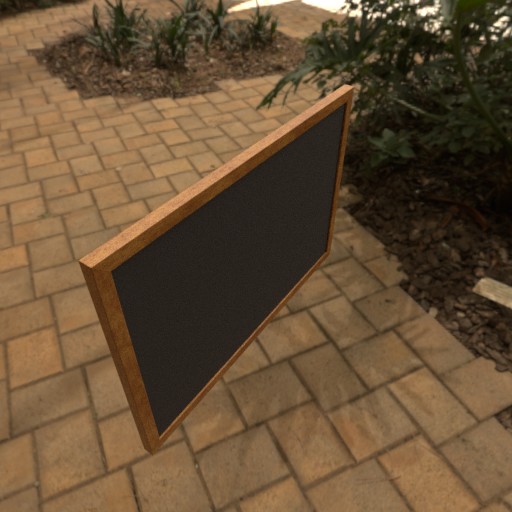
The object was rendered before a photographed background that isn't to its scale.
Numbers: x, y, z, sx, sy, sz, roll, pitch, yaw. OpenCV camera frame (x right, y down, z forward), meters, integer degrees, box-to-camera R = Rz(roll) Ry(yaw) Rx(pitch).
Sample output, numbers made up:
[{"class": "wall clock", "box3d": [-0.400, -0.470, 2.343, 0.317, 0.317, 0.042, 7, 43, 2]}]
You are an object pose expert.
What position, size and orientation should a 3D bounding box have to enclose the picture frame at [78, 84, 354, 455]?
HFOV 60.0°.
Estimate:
[{"class": "picture frame", "box3d": [0.000, 0.000, 1.171, 0.029, 0.621, 0.922, 25, 47, 26]}]
